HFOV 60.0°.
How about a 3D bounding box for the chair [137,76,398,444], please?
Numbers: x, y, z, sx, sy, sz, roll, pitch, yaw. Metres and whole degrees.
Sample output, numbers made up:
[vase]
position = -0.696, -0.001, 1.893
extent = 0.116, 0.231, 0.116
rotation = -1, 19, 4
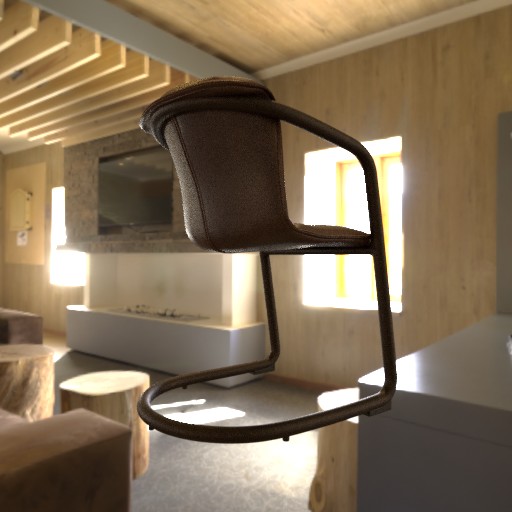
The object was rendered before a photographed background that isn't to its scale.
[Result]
[chair]
position = 0.000, 0.000, 1.258
extent = 0.664, 0.836, 0.536
rotation = 0, 0, -37
